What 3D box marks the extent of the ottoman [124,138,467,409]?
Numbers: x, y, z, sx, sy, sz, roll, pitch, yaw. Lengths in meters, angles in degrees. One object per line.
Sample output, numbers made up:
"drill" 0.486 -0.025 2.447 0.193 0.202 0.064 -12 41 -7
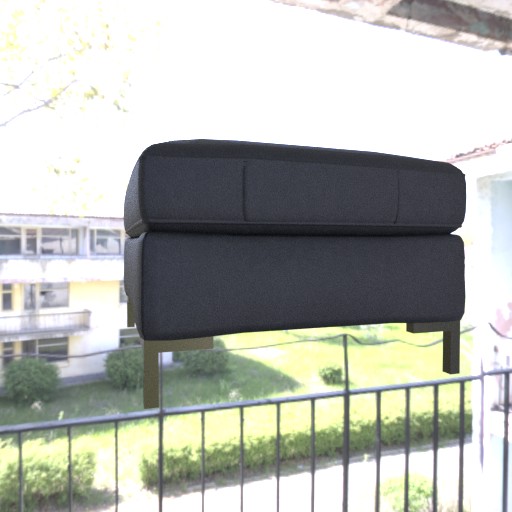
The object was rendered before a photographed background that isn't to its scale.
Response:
"ottoman" 0.000 0.000 1.734 0.967 0.696 1.187 0 2 -18
